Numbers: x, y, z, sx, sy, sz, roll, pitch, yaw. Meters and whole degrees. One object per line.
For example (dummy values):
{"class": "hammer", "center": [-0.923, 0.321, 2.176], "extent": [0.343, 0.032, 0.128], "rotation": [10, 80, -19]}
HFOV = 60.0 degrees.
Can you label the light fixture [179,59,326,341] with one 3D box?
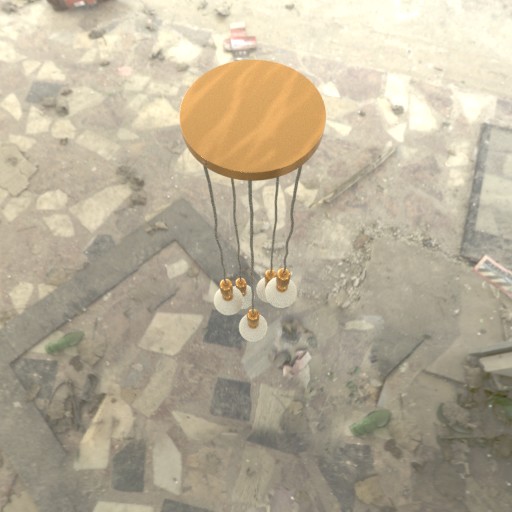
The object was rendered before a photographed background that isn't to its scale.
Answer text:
{"class": "light fixture", "center": [0.000, 0.000, 0.499], "extent": [0.108, 0.457, 0.105], "rotation": [36, 70, 15]}
